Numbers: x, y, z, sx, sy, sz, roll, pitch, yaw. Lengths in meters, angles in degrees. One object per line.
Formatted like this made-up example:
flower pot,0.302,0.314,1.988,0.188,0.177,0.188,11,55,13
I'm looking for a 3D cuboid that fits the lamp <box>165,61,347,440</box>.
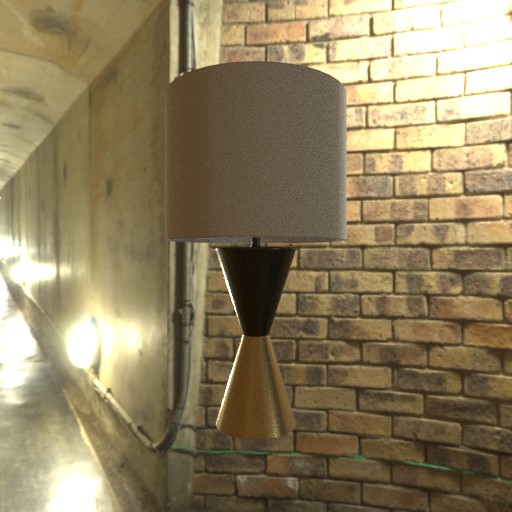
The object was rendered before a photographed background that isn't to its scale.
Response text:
lamp,0.000,0.000,0.759,0.304,0.573,0.304,0,0,-1
